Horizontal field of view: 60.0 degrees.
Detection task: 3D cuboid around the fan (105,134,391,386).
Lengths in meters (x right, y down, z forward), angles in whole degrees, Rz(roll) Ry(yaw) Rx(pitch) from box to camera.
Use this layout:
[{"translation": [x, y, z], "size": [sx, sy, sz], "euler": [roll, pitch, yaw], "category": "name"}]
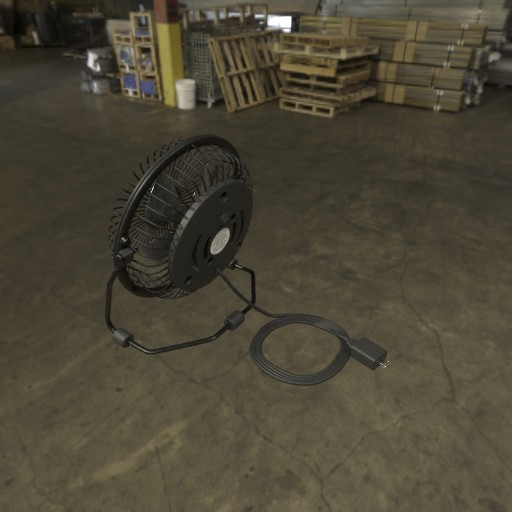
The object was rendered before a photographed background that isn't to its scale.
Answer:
[{"translation": [0.000, 0.000, 0.316], "size": [0.202, 0.152, 0.153], "euler": [20, 37, 30], "category": "fan"}]
